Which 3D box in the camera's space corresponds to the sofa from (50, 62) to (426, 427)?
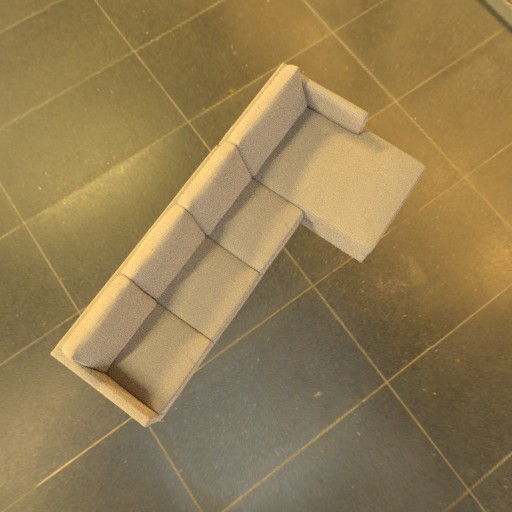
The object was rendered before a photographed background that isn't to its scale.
[{"bbox_3d":[0.000,0.000,3.811,1.625,0.861,3.186,34,78,8],"label":"sofa"}]
